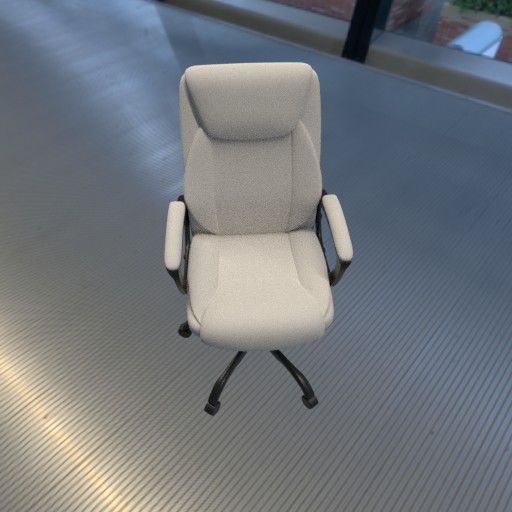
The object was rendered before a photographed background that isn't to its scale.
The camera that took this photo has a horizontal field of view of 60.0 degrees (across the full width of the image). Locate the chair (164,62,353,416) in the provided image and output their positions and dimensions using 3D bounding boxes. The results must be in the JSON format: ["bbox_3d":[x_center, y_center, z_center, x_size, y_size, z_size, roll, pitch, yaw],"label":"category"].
[{"bbox_3d":[0.000,0.000,1.504,0.663,1.065,0.669,-3,46,-3],"label":"chair"}]
